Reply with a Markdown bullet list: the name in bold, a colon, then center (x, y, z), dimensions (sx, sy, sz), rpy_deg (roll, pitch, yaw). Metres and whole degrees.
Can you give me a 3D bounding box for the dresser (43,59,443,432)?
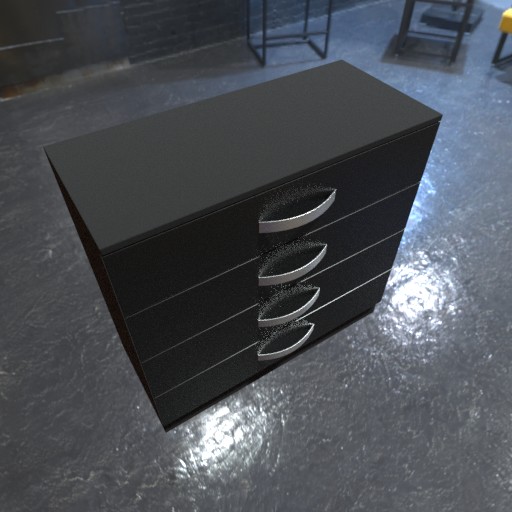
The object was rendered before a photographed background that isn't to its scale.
- **dresser**: center (0.000, 0.000, 1.153), dimensions (0.750, 0.720, 0.360), rpy_deg (-25, 51, -22)
